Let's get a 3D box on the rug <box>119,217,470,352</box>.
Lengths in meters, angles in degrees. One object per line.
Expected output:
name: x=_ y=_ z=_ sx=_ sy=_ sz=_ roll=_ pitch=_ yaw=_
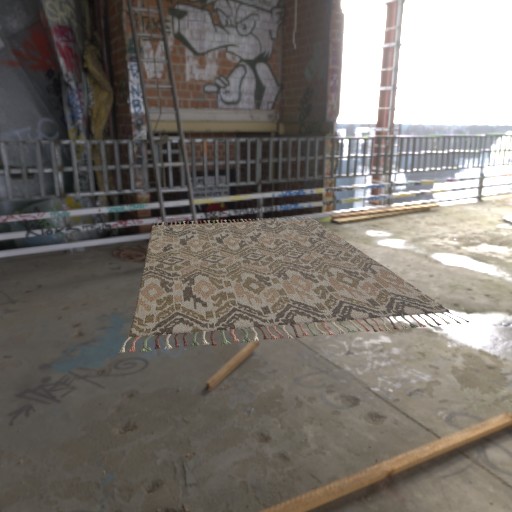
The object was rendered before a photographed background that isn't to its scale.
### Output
rug: x=0.000 y=0.000 z=2.997 sx=1.524 sy=0.008 sz=2.438 roll=-3 pitch=17 yaw=-10
